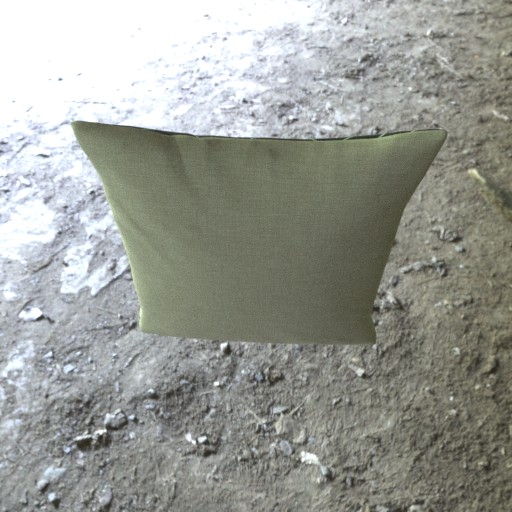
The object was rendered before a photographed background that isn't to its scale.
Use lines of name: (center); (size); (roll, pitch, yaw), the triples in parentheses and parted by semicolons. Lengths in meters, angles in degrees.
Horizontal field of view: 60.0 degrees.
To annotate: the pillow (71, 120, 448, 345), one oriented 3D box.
pillow: (0.000, 0.000, 0.783); (0.517, 0.508, 0.158); (2, 46, 2)
